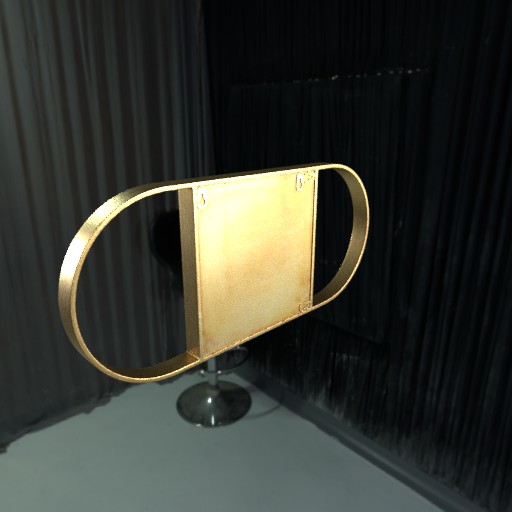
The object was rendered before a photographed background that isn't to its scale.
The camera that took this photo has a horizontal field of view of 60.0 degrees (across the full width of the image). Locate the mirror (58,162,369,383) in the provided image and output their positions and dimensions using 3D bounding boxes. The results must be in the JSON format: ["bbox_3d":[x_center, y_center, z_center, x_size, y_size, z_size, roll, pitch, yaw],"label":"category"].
[{"bbox_3d":[0.000,0.000,0.677,0.584,0.254,0.032,-17,25,-42],"label":"mirror"}]
